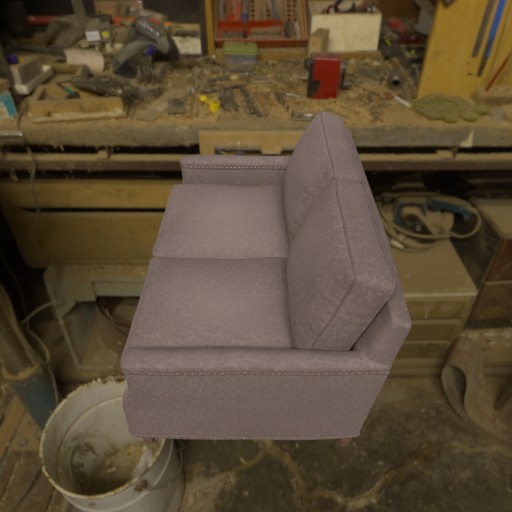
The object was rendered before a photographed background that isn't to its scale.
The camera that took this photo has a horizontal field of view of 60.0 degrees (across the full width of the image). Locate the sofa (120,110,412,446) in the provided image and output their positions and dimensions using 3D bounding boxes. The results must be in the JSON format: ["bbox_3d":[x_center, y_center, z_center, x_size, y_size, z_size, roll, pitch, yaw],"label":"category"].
[{"bbox_3d":[0.000,0.000,2.261,1.084,1.003,1.597,1,41,1],"label":"sofa"}]
